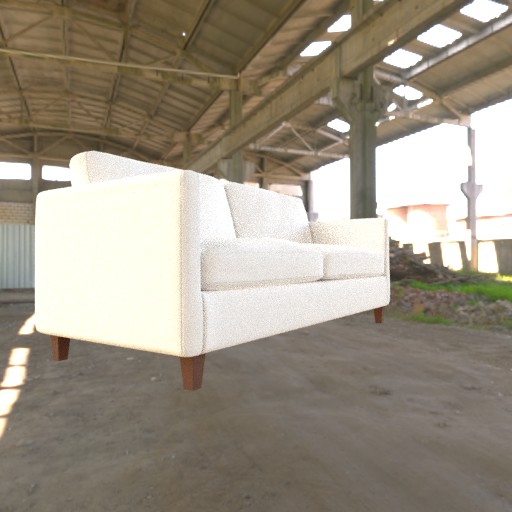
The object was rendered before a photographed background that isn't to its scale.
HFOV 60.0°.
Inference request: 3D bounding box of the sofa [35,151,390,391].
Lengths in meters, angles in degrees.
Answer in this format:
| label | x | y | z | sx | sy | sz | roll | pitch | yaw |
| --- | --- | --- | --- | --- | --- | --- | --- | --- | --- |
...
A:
| label | x | y | z | sx | sy | sz | roll | pitch | yaw |
| --- | --- | --- | --- | --- | --- | --- | --- | --- | --- |
| sofa | 0.000 | 0.000 | 2.546 | 0.924 | 0.933 | 2.139 | 0 | -1 | 34 |
